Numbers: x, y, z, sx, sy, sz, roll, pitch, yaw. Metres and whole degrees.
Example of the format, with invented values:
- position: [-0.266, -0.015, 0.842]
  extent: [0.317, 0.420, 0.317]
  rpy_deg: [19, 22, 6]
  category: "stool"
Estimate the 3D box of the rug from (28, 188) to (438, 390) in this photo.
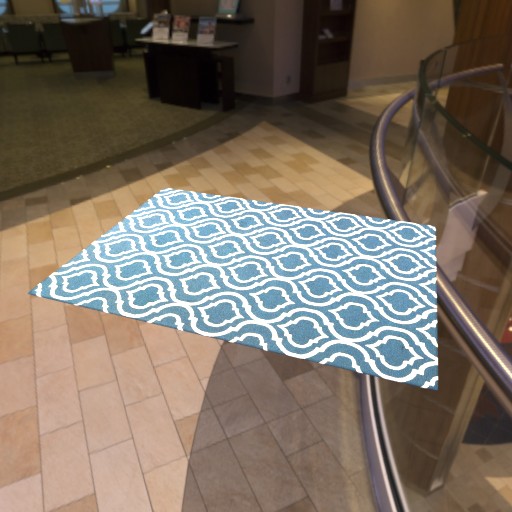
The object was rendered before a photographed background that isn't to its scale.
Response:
- position: [0.000, 0.000, 4.356]
  extent: [3.353, 0.010, 2.438]
  rpy_deg: [10, 33, 16]
  category: "rug"
